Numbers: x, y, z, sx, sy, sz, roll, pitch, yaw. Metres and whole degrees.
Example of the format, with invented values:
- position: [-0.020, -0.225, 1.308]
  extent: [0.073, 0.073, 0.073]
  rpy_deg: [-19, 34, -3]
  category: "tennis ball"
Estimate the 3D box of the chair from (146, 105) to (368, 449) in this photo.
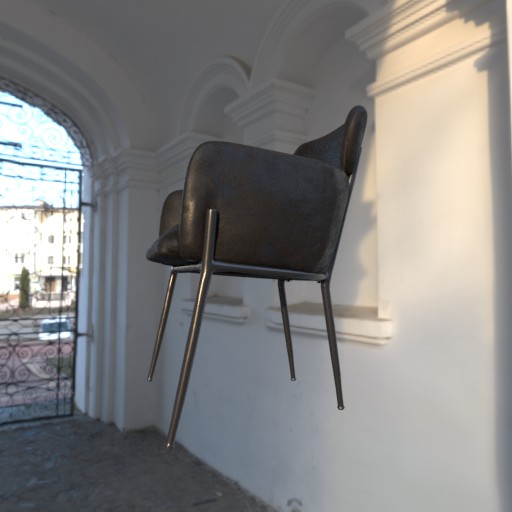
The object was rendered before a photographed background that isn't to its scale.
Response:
- position: [0.000, 0.000, 1.291]
  extent: [0.604, 0.818, 0.640]
  rpy_deg: [1, -3, -17]
  category: "chair"
